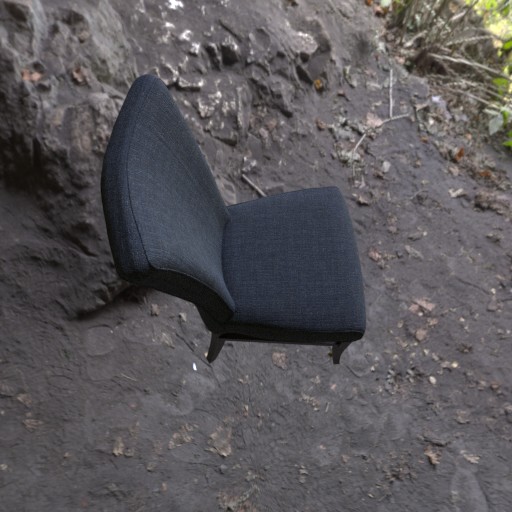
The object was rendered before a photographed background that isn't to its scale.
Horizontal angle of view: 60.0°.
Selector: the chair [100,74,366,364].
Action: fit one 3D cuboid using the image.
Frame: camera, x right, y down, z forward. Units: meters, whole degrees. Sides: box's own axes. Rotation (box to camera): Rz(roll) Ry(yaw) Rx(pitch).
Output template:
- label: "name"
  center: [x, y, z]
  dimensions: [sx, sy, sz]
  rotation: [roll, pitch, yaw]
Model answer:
- label: "chair"
  center: [0.000, 0.000, 1.362]
  dimensions: [0.660, 0.991, 0.520]
  rotation: [-3, 64, -2]
